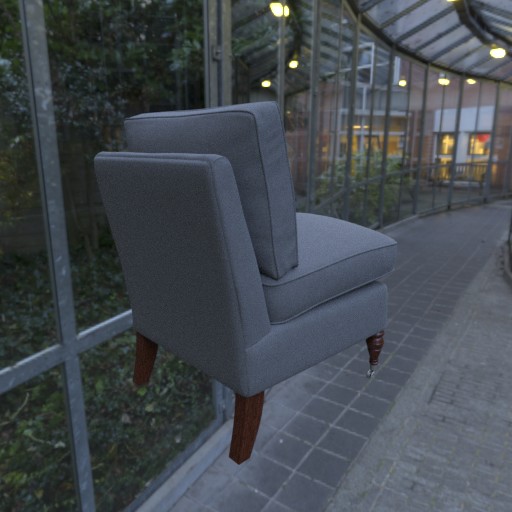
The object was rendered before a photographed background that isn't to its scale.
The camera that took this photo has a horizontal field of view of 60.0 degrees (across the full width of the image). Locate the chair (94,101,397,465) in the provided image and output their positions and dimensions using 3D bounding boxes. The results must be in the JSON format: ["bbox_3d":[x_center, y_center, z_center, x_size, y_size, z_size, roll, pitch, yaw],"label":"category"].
[{"bbox_3d":[0.000,0.000,1.686,0.924,1.045,0.724,-13,19,-41],"label":"chair"}]
